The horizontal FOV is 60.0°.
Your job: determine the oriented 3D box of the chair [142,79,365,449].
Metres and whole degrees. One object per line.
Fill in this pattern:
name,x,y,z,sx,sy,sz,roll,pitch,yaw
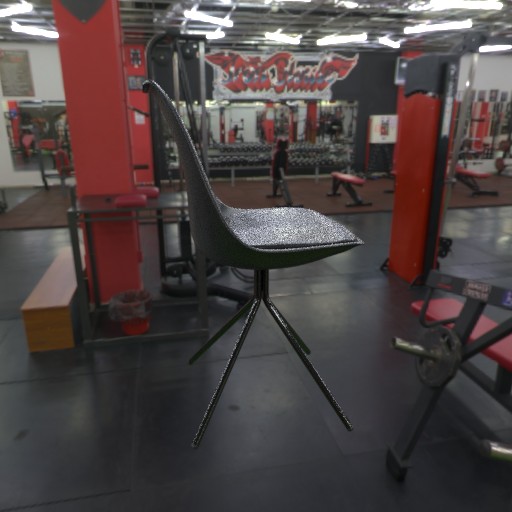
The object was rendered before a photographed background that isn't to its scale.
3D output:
chair,0.000,0.000,1.176,0.525,0.850,0.461,-3,17,-9
